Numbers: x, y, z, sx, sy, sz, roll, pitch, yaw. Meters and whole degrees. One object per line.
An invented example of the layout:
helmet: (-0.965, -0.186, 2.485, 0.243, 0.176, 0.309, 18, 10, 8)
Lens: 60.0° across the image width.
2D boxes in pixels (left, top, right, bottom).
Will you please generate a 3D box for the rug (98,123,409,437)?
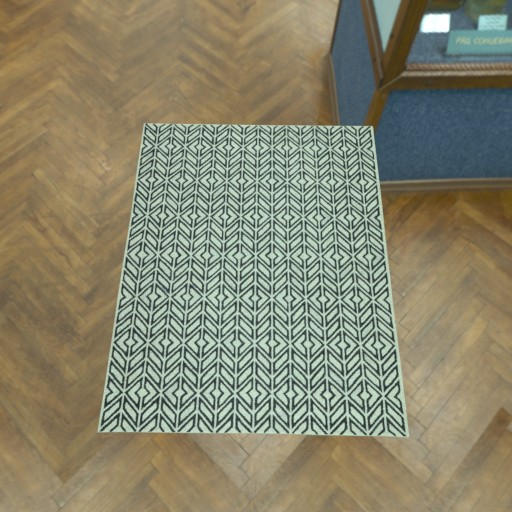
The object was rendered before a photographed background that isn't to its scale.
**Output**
rug: (0.000, 0.000, 4.065, 2.421, 0.008, 3.045, 1, 66, 0)
